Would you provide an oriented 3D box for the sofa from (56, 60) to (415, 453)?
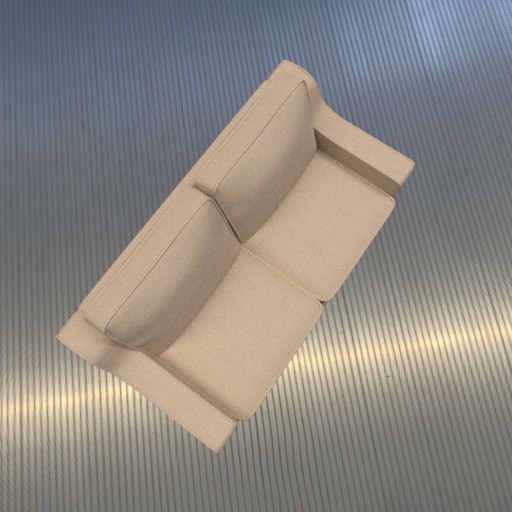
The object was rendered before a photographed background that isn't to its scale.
[{"bbox_3d":[0.000,0.000,3.474,1.351,1.562,2.587,35,78,9],"label":"sofa"}]
